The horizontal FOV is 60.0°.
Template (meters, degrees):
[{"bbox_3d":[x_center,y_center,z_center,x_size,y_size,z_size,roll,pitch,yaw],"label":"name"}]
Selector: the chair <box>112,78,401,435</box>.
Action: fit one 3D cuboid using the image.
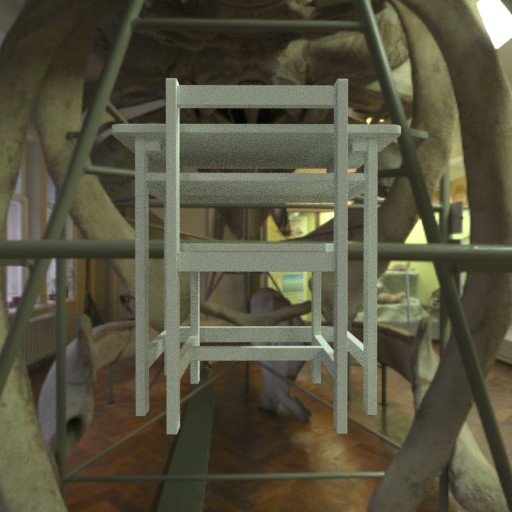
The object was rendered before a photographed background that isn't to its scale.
[{"bbox_3d":[0.000,0.000,1.065,0.599,0.673,0.461,0,1,0],"label":"chair"}]
